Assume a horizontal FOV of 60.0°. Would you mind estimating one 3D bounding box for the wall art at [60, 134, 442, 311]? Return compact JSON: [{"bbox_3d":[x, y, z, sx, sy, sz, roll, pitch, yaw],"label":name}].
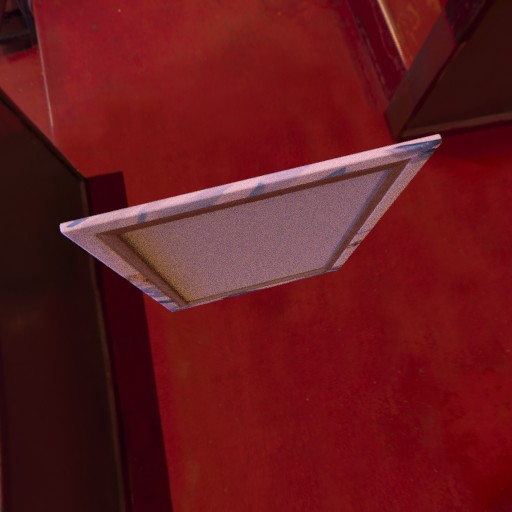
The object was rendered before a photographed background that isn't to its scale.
[{"bbox_3d":[0.000,0.000,1.127,0.610,0.914,0.016,-14,76,-4],"label":"wall art"}]
